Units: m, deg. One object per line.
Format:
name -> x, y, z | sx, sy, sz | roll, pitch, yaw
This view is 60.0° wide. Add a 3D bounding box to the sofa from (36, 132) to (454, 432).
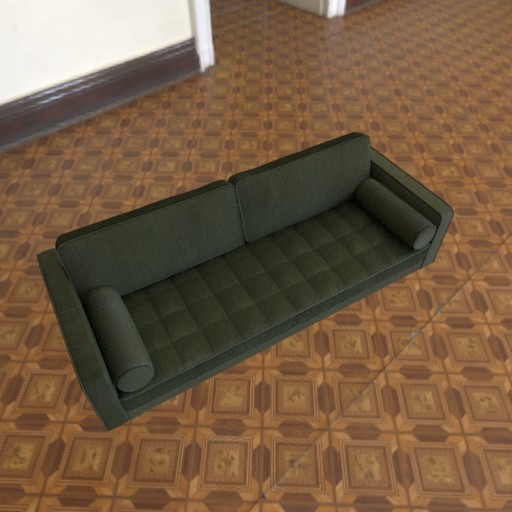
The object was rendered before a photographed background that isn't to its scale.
sofa -> 0.000, 0.000, 2.588 | 2.199, 0.769, 0.918 | -23, 52, -20
